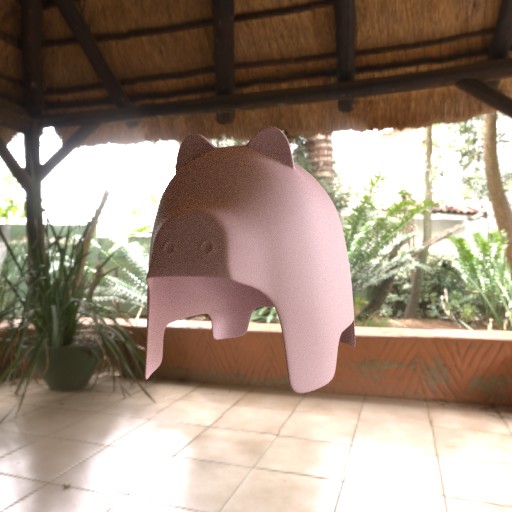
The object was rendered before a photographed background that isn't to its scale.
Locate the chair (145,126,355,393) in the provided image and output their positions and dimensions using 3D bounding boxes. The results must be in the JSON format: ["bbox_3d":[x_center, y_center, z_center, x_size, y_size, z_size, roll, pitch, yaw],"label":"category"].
[{"bbox_3d":[0.000,0.000,0.886,0.364,0.423,0.619,0,-1,18],"label":"chair"}]
